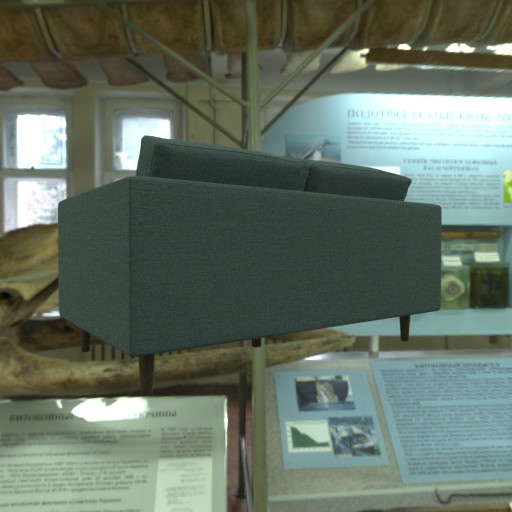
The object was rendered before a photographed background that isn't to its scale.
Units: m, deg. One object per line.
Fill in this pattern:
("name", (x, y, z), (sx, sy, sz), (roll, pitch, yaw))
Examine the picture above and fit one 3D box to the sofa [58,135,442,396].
("sofa", (0.000, 0.000, 2.215), (1.659, 0.907, 0.999), (-1, 2, -36))
